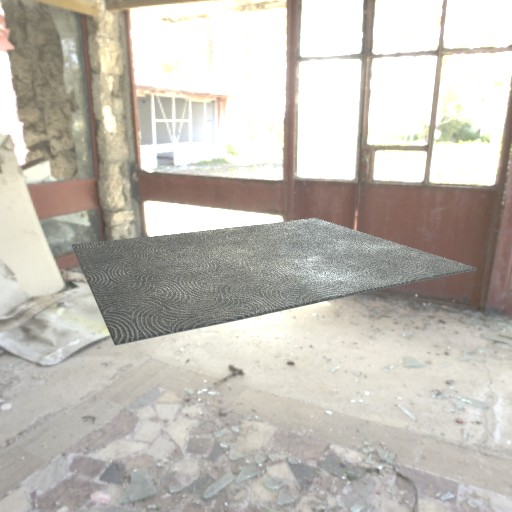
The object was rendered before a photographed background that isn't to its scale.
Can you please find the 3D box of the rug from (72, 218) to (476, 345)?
[{"bbox_3d":[0.000,0.000,4.214,3.042,0.021,2.456,-8,18,-26],"label":"rug"}]
